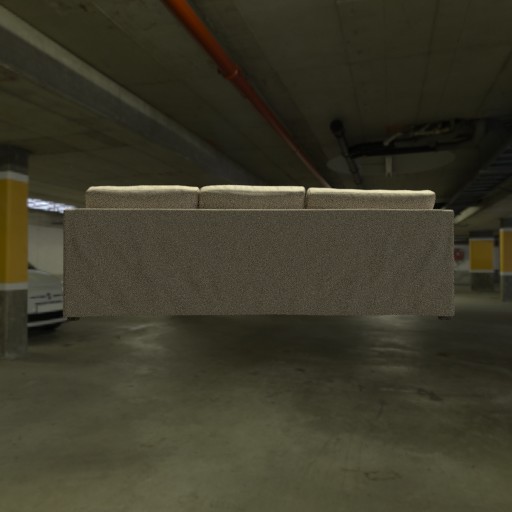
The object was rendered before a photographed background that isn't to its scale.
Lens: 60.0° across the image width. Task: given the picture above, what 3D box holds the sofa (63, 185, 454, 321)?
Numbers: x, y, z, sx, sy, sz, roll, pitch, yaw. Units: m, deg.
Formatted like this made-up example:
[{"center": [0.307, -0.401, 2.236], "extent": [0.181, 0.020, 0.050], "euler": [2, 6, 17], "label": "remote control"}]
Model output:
[{"center": [0.000, 0.000, 4.294], "extent": [2.432, 0.871, 3.182], "euler": [0, -1, -1], "label": "sofa"}]
